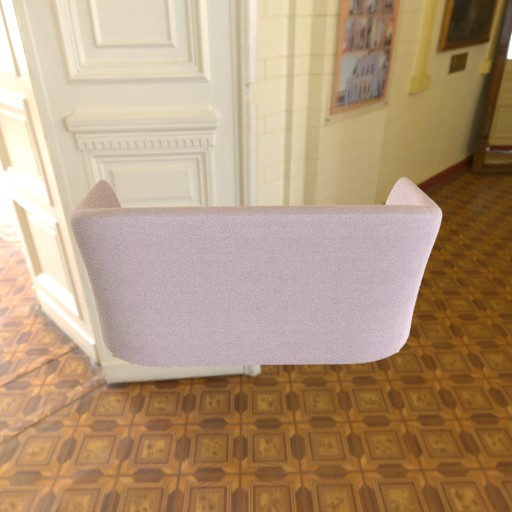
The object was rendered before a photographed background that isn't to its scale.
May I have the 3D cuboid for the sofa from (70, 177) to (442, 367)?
[{"bbox_3d":[0.000,0.000,1.882,1.452,0.721,0.705,-1,30,-1],"label":"sofa"}]
